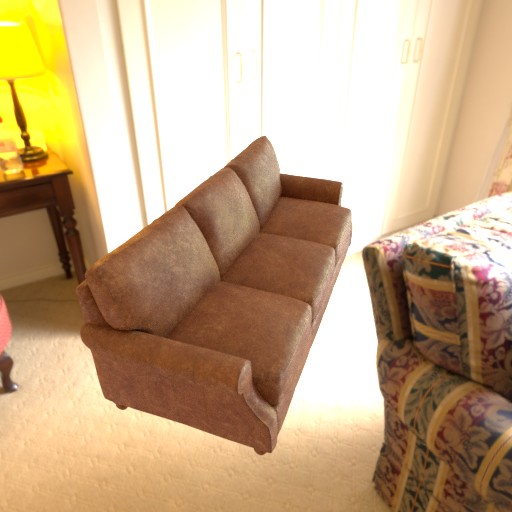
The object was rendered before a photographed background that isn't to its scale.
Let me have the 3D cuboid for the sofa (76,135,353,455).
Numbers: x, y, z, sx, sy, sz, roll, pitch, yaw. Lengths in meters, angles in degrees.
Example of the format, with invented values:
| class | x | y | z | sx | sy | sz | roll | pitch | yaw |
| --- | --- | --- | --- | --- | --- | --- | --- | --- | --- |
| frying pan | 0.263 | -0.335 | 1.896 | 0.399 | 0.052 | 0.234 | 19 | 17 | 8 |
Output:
| class | x | y | z | sx | sy | sz | roll | pitch | yaw |
| --- | --- | --- | --- | --- | --- | --- | --- | --- | --- |
| sofa | 0.000 | 0.000 | 2.881 | 0.973 | 0.977 | 2.351 | 11 | 32 | 17 |
